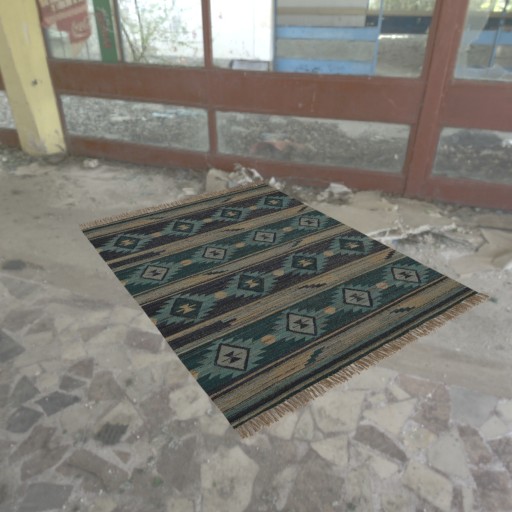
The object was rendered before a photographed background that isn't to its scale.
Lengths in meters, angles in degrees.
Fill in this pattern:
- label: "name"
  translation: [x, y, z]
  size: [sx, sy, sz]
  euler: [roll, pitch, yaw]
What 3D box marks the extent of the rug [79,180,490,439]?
- label: "rug"
  translation: [0.000, 0.000, 4.205]
  size: [2.418, 0.047, 3.307]
  euler: [-19, 35, -29]
